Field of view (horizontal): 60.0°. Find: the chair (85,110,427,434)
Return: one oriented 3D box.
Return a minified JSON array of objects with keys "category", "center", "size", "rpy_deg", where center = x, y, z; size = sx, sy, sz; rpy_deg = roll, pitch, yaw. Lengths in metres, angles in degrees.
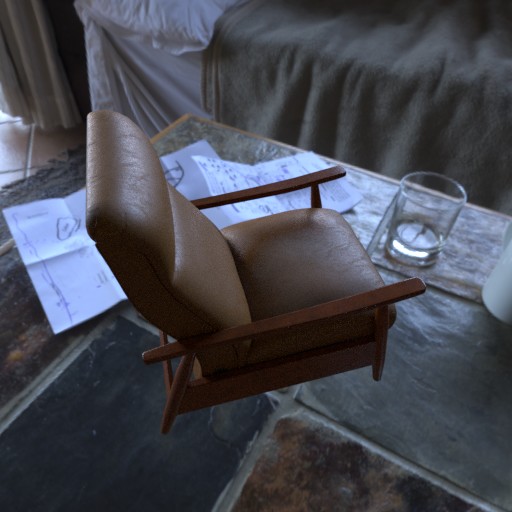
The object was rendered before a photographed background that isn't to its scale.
[{"category":"chair","center":[0.000,0.000,1.731],"size":[1.014,1.082,0.762],"rpy_deg":[-10,46,-10]}]
